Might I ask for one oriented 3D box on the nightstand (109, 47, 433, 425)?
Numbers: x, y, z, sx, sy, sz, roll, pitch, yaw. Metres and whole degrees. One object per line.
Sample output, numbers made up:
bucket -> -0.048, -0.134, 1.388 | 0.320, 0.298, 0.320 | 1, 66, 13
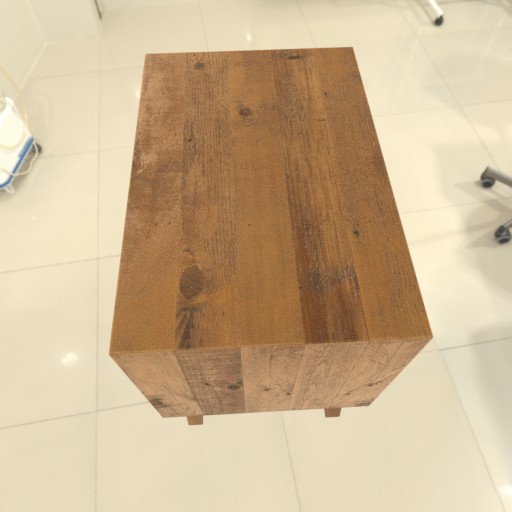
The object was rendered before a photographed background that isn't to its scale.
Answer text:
nightstand -> 0.000, 0.000, 1.018 | 0.450, 0.599, 0.650 | -3, 59, -2
